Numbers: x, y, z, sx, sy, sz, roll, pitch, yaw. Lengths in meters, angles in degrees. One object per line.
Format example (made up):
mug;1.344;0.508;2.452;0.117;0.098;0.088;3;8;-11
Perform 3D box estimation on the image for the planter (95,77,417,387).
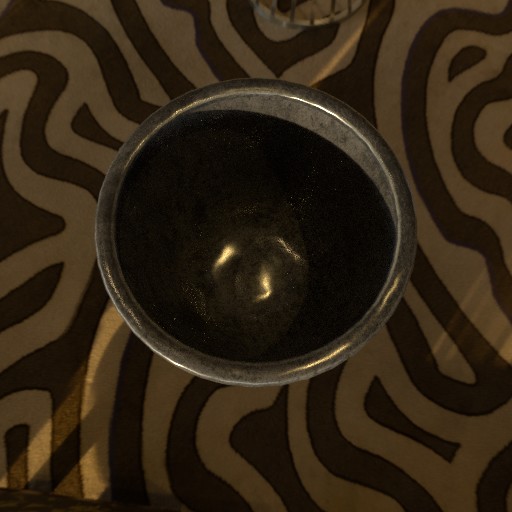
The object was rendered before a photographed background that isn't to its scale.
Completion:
planter;0.000;0.000;0.357;0.197;0.191;0.197;0;76;0
